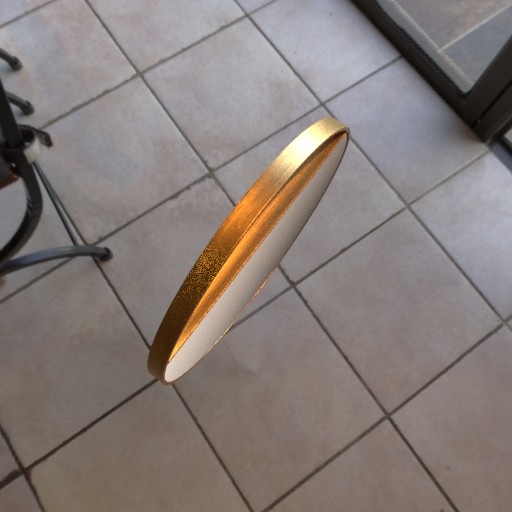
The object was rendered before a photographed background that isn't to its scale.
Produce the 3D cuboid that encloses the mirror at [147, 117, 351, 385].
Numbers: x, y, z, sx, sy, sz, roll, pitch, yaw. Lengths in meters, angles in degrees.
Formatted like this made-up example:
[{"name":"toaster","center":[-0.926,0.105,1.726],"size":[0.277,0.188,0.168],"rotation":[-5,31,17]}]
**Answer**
[{"name":"mirror","center":[0.000,0.000,0.842],"size":[0.032,0.565,0.565],"rotation":[36,78,9]}]
